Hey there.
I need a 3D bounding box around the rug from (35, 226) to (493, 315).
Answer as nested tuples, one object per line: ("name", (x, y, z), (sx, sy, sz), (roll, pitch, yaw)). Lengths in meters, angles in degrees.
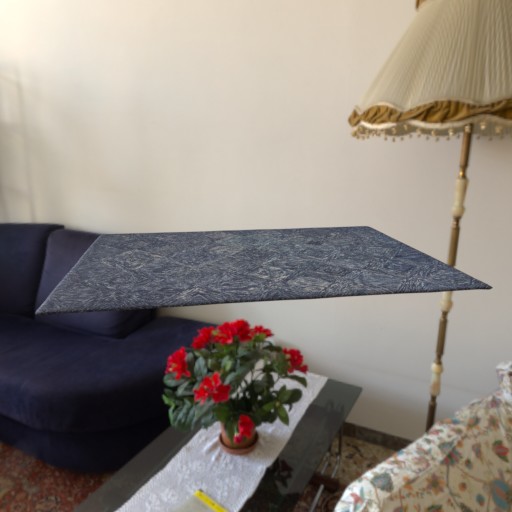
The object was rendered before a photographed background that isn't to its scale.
("rug", (0.000, 0.000, 4.187), (3.245, 0.024, 2.385), (-2, 15, -9))
